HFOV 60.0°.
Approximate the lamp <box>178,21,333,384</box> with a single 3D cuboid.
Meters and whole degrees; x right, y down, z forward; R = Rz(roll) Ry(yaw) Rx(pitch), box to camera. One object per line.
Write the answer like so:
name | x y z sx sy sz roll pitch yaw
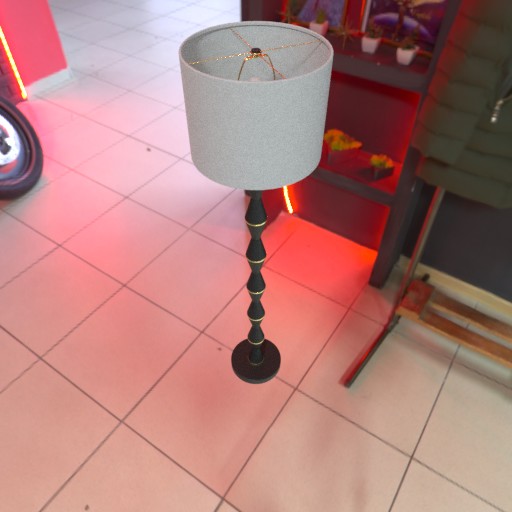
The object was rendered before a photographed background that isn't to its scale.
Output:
lamp | 0.000 0.000 1.626 0.381 1.480 0.381 -17 48 -16
